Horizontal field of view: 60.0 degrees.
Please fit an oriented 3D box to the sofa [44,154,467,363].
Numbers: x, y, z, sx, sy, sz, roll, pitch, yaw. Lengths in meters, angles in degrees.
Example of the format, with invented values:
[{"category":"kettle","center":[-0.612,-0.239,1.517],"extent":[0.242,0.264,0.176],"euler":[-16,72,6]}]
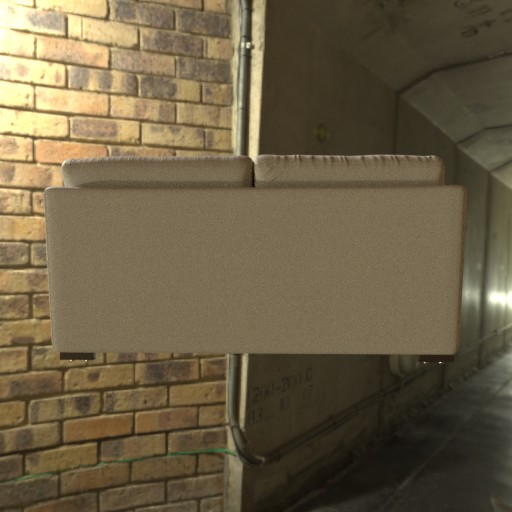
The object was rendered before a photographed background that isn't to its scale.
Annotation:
[{"category":"sofa","center":[0.000,0.000,2.442],"extent":[1.880,0.940,1.143],"euler":[0,1,1]}]
